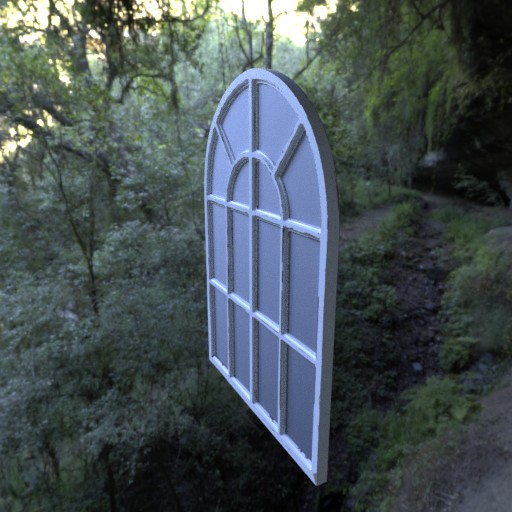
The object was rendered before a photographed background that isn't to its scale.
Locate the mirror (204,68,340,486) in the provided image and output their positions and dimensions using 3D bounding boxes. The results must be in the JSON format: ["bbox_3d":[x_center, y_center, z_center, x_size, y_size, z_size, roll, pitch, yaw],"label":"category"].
[{"bbox_3d":[0.000,0.000,1.175,0.032,0.920,0.660,-8,17,-26],"label":"mirror"}]
